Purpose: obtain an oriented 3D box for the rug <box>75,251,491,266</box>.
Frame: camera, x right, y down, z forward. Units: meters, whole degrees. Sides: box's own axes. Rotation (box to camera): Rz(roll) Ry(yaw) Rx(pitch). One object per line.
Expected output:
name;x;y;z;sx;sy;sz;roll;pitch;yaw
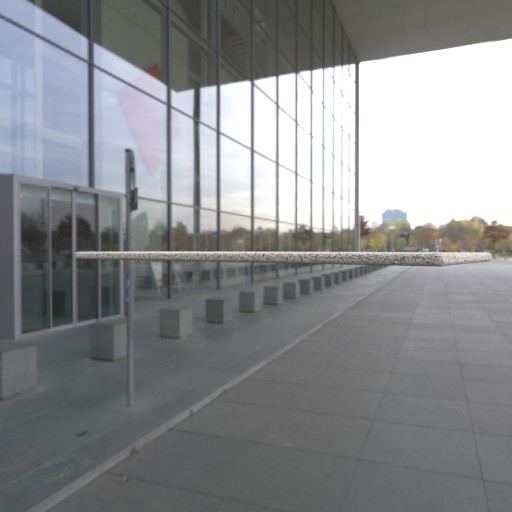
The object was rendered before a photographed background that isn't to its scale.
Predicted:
rug;0.000;0.000;1.701;1.524;0.030;0.609;1;1;37
